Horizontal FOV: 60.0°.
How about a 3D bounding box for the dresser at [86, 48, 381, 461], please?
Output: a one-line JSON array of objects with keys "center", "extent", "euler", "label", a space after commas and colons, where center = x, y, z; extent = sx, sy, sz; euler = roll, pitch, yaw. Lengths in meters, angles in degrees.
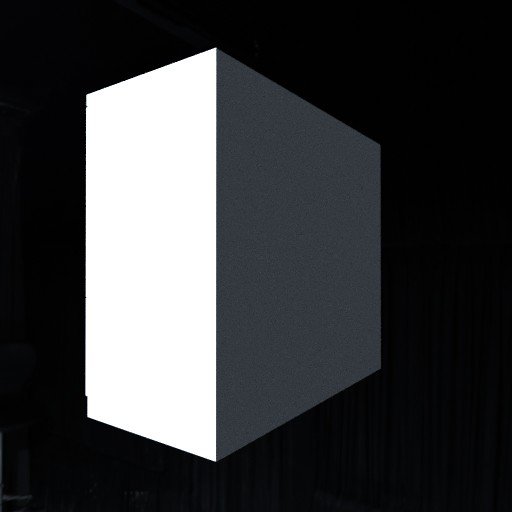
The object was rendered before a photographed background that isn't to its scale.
[{"center": [0.000, 0.000, 1.251], "extent": [0.420, 0.740, 0.830], "euler": [0, 0, 36], "label": "dresser"}]
